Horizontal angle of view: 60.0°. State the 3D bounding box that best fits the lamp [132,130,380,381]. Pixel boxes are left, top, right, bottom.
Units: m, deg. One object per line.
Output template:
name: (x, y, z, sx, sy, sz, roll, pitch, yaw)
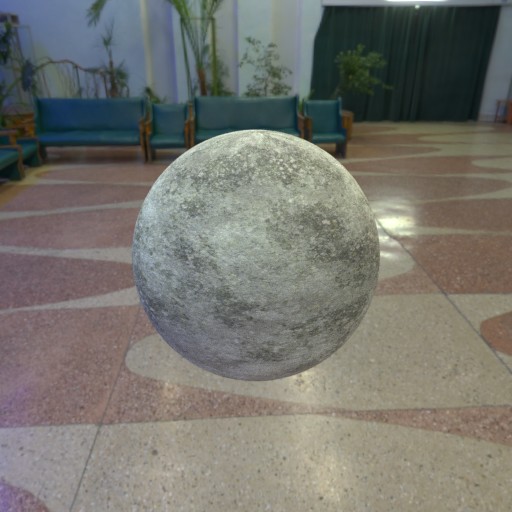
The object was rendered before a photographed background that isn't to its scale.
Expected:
lamp: (0.000, 0.000, 0.782, 0.422, 0.429, 0.422, 0, 25, 0)
